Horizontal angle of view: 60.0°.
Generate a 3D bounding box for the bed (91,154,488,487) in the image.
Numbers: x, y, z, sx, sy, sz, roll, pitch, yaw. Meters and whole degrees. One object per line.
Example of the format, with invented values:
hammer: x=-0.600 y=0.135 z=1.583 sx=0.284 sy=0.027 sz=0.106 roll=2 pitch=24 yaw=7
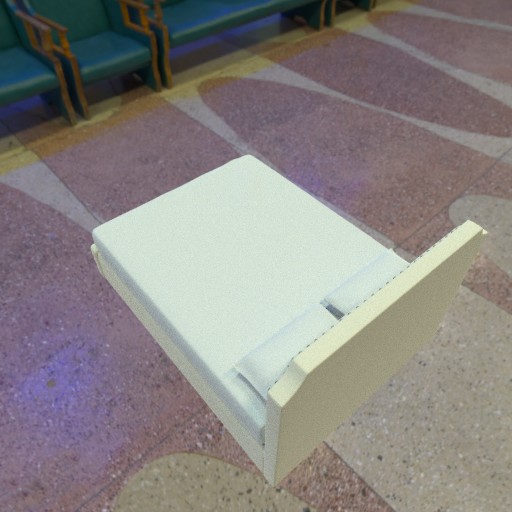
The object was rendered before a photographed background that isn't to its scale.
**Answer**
bed: x=0.000 y=0.000 z=3.309 sx=1.703 sy=1.415 sz=2.329 roll=-32 pitch=55 yaw=-26
